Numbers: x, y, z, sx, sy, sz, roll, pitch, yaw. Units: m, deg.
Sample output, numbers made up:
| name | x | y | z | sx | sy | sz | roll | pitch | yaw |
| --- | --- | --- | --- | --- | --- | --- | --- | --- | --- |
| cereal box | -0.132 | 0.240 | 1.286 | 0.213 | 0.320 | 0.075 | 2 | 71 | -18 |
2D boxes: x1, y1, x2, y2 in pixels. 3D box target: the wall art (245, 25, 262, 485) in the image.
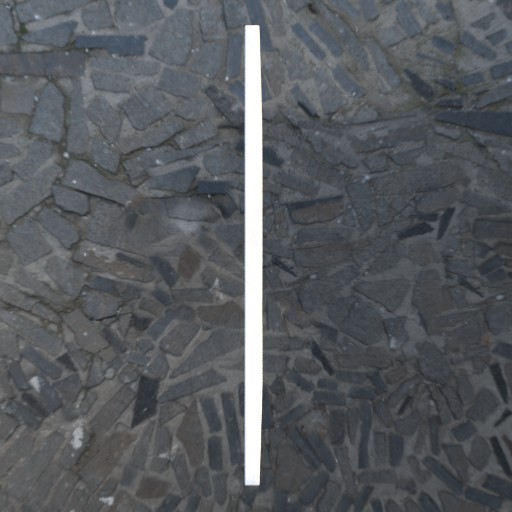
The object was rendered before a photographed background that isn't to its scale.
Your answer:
| name | x | y | z | sx | sy | sz | roll | pitch | yaw |
| --- | --- | --- | --- | --- | --- | --- | --- | --- | --- |
| wall art | 0.000 | 0.000 | 1.629 | 0.039 | 0.915 | 1.219 | 0 | 89 | 1 |
